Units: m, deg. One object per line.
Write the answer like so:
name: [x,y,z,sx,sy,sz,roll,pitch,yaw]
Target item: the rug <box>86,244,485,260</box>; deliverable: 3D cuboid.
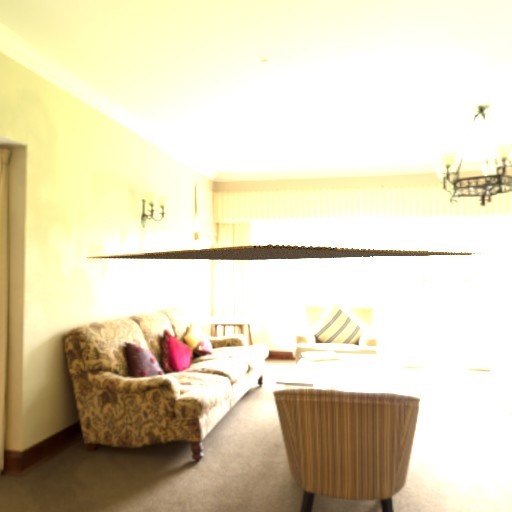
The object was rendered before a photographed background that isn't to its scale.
rug: [0.000,0.000,3.015,1.600,0.013,2.312,1,-2,-37]
